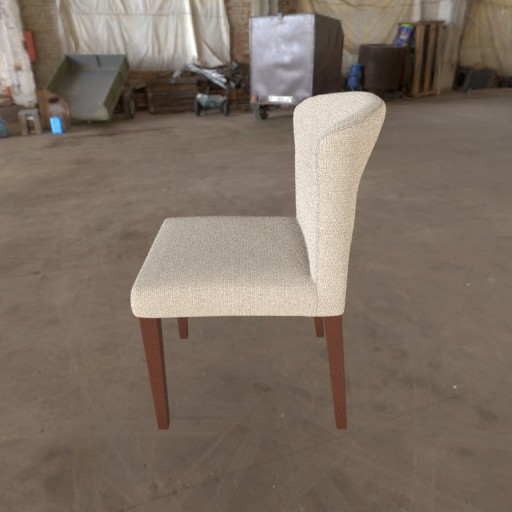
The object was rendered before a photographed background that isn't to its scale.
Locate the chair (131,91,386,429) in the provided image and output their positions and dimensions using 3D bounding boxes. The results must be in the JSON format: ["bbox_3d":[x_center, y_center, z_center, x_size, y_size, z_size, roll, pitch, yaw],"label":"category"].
[{"bbox_3d":[0.000,0.000,1.218,0.589,0.839,0.491,0,26,-1],"label":"chair"}]
